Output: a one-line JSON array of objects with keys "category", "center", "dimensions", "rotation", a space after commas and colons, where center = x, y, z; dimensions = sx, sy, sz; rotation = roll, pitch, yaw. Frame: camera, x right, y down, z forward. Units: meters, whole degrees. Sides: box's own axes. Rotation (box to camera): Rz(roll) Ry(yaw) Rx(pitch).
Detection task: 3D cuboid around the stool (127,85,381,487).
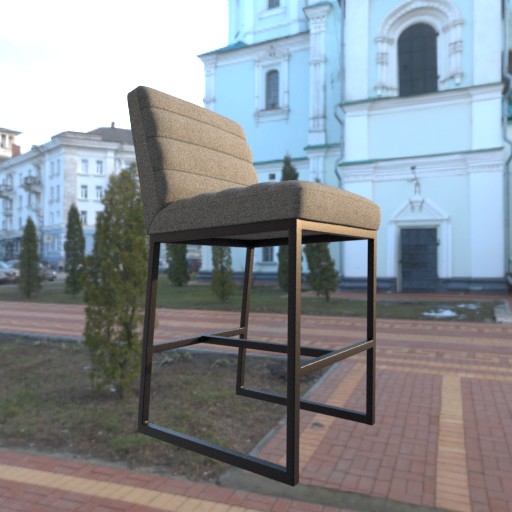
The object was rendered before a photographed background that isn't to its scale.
[{"category": "stool", "center": [0.000, 0.000, 1.226], "dimensions": [0.560, 0.940, 0.460], "rotation": [-1, -1, 36]}]
